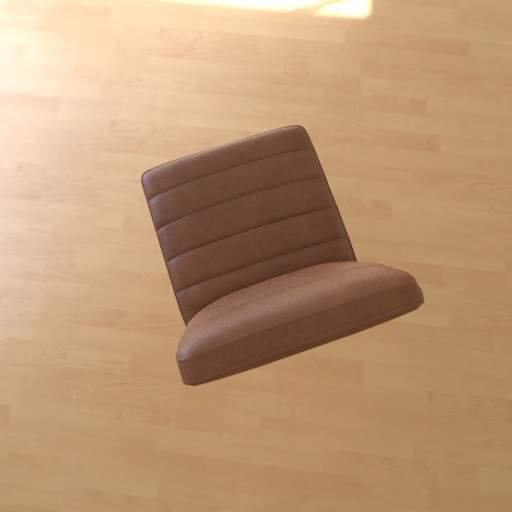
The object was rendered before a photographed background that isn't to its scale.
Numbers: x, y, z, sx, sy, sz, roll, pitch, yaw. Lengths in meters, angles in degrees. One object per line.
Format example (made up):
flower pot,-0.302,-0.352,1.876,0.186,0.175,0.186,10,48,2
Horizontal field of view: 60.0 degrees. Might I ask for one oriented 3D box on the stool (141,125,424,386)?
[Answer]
stool,0.000,0.000,1.224,0.458,0.940,0.556,-18,77,-4
